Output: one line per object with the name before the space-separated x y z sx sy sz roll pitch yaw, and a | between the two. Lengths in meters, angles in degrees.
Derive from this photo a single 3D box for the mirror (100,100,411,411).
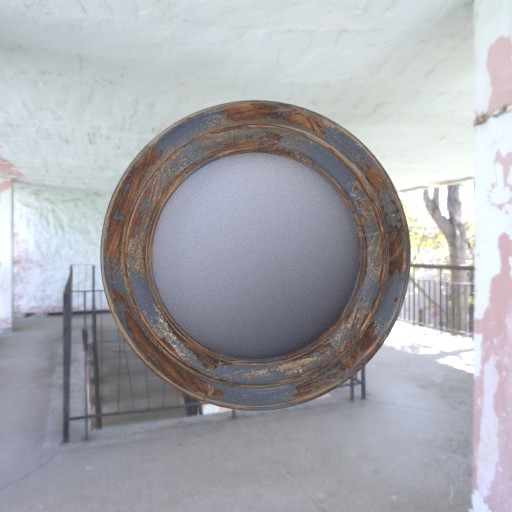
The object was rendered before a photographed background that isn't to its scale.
mirror | 0.000 0.000 0.854 0.585 0.585 0.061 0 1 -1
